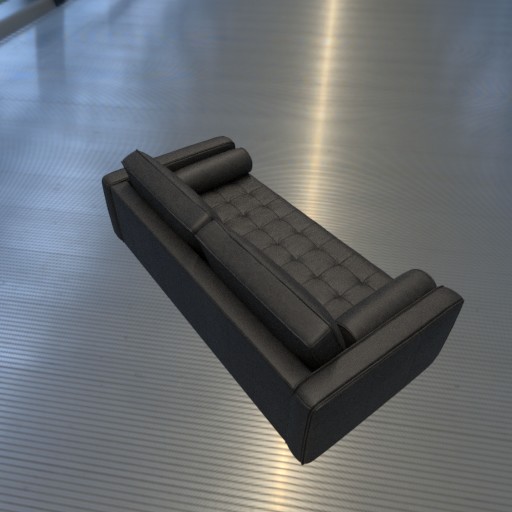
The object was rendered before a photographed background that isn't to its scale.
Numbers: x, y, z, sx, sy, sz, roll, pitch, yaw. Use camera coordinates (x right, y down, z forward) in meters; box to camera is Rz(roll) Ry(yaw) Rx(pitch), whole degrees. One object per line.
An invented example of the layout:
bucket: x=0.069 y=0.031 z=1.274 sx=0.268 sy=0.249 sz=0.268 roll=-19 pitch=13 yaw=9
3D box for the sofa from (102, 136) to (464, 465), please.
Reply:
sofa: x=0.000 y=0.000 z=2.374 sx=0.921 sy=0.770 sz=1.879 roll=-27 pitch=49 yaw=-26
